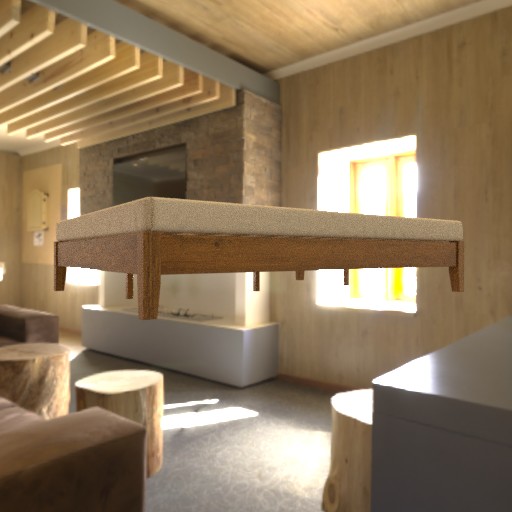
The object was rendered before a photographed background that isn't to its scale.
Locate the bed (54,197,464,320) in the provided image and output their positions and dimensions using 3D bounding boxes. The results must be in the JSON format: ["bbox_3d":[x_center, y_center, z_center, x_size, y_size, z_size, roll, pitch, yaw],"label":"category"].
[{"bbox_3d":[0.000,0.000,2.722,2.016,0.431,1.536,0,0,-35],"label":"bed"}]
